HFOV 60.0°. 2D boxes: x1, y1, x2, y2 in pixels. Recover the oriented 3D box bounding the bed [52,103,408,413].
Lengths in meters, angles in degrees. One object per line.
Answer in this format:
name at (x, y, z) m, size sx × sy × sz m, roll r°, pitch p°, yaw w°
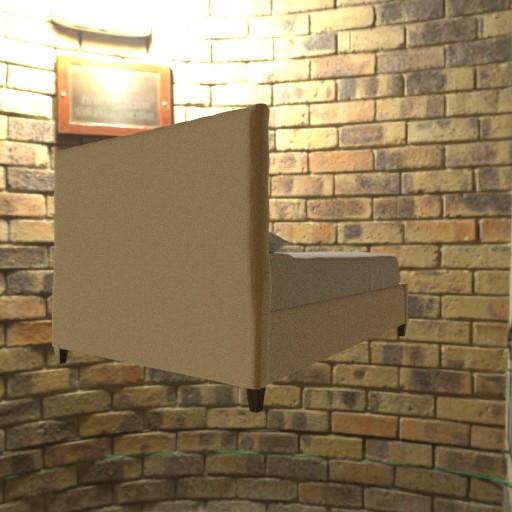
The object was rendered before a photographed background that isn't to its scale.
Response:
bed at (0.000, 0.000, 3.452) m, size 1.698 × 1.427 × 2.387 m, roll 0°, pitch 0°, yaw 35°
